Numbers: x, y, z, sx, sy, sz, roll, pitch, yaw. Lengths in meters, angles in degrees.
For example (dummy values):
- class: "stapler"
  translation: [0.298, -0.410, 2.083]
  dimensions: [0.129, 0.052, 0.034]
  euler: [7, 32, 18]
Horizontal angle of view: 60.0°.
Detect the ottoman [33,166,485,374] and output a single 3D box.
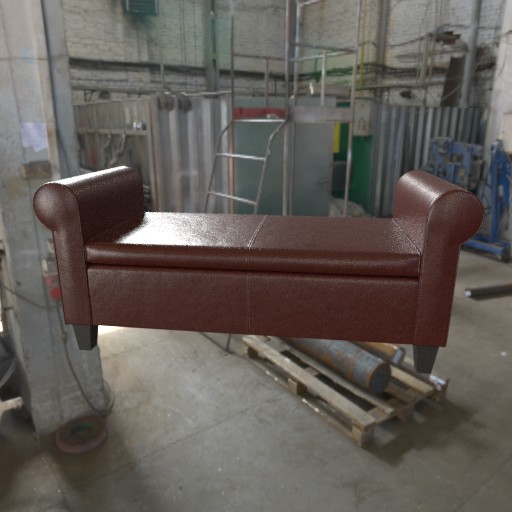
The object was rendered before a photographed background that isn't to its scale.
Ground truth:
- class: "ottoman"
  translation: [0.000, 0.000, 1.516]
  dimensions: [1.256, 0.547, 0.521]
  euler: [2, 17, 7]
